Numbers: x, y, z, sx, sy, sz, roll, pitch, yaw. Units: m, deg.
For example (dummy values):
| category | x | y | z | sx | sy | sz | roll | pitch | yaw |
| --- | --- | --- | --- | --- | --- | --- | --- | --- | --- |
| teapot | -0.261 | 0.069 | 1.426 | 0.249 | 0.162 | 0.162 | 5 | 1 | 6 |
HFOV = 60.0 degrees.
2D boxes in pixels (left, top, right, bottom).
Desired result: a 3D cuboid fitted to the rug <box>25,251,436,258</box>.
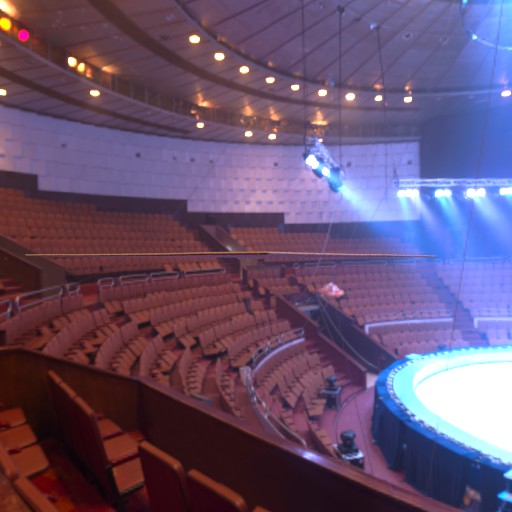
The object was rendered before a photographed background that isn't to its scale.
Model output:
| category | x | y | z | sx | sy | sz | roll | pitch | yaw |
| --- | --- | --- | --- | --- | --- | --- | --- | --- | --- |
| rug | 0.000 | 0.000 | 4.104 | 2.410 | 0.021 | 3.055 | 0 | 0 | 37 |
